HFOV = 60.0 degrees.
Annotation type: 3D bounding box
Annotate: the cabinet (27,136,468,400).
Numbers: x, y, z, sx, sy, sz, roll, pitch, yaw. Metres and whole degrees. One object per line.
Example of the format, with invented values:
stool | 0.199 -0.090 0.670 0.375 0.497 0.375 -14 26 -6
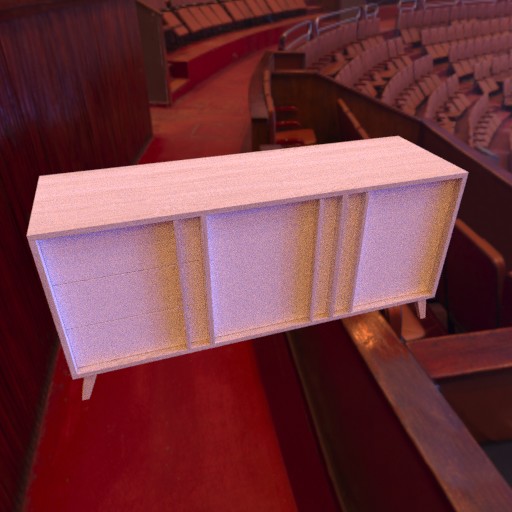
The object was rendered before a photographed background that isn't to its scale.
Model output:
cabinet | 0.000 0.000 1.989 1.649 0.780 0.500 -10 34 -15
